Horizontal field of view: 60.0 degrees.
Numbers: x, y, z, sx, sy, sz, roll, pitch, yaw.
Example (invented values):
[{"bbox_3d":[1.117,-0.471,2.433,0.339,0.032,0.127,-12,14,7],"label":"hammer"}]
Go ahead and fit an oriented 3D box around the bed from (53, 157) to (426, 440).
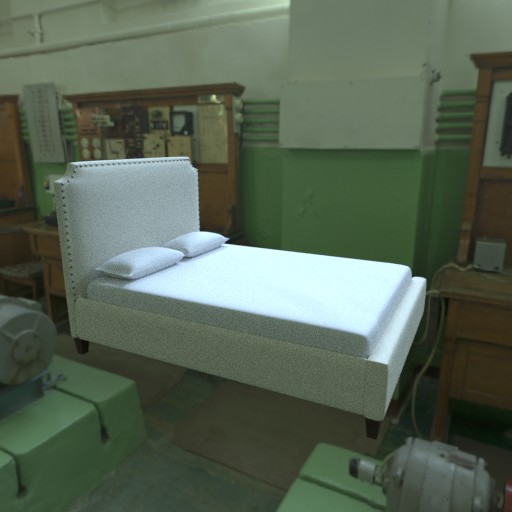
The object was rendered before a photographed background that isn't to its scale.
[{"bbox_3d":[0.000,0.000,3.451,2.372,1.443,1.712,7,16,26],"label":"bed"}]
